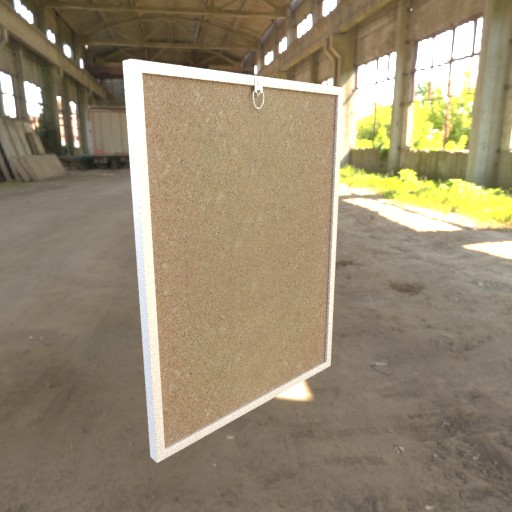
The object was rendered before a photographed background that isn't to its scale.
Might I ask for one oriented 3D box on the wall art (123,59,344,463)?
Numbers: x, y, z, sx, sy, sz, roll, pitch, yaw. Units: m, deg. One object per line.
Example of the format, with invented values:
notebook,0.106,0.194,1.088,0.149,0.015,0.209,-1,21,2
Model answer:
wall art,0.000,0.000,1.397,0.805,1.056,0.042,-14,20,-42
